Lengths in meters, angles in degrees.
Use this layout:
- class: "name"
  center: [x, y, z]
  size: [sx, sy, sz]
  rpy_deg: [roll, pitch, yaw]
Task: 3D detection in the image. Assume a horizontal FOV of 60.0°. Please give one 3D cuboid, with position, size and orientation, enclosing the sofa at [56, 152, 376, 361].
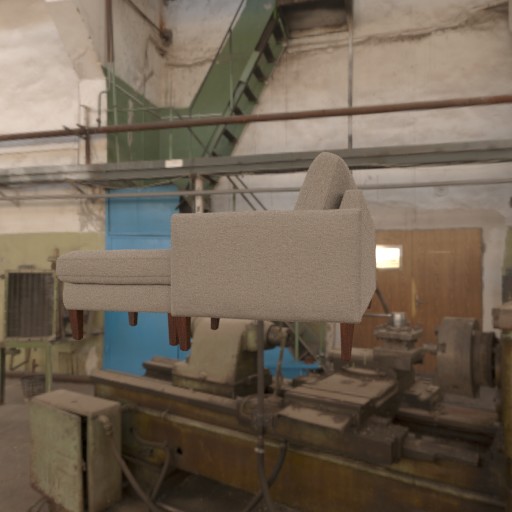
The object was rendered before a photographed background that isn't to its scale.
- class: "sofa"
  center: [0.000, 0.000, 2.976]
  size: [1.506, 0.875, 2.178]
  rpy_deg: [0, -1, 17]
